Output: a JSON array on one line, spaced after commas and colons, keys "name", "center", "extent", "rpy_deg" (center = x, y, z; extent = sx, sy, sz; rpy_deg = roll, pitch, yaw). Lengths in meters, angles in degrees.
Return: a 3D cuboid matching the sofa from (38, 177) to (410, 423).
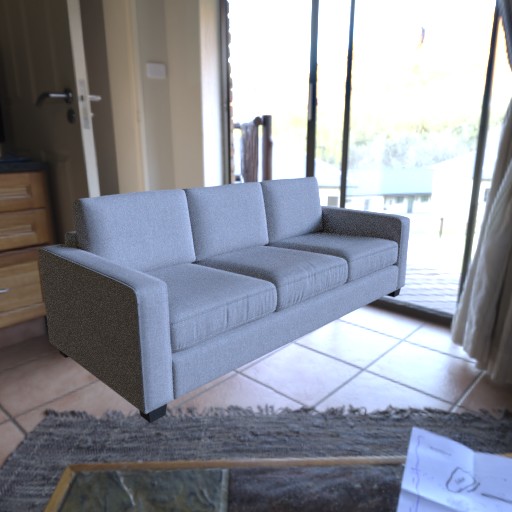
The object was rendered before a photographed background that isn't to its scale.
[{"name": "sofa", "center": [0.000, 0.000, 2.597], "extent": [0.900, 0.800, 2.120], "rpy_deg": [14, 20, 42]}]
